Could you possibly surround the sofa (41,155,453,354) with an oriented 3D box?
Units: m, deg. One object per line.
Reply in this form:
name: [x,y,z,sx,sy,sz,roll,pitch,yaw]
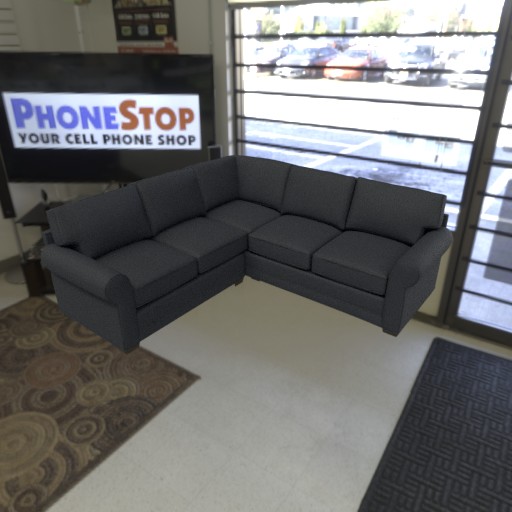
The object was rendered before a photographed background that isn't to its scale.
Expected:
sofa: [0.000,0.000,3.773,2.562,1.042,2.487,19,32,33]
